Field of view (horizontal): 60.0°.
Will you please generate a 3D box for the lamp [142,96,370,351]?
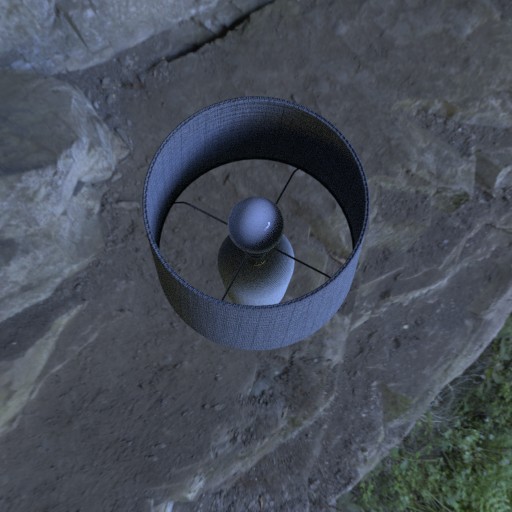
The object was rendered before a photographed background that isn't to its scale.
[{"bbox_3d":[0.000,0.000,0.594,0.251,0.429,0.251,0,76,0],"label":"lamp"}]
